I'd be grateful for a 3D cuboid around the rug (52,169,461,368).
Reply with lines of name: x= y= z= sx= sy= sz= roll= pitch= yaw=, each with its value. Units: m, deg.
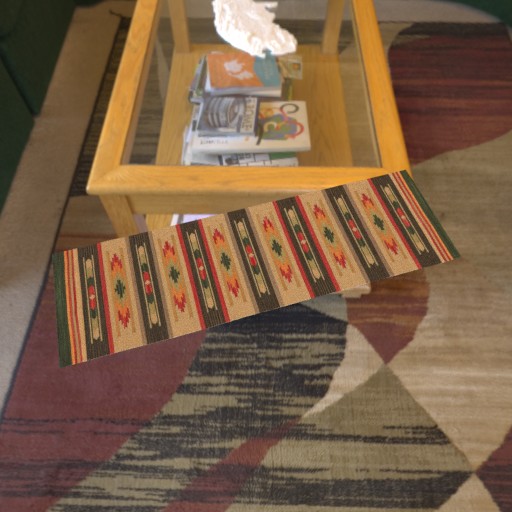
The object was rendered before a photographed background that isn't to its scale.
rug: x=0.000 y=0.000 z=2.761 sx=2.440 sy=0.009 sz=0.760 roll=-14 pitch=60 yaw=-9
